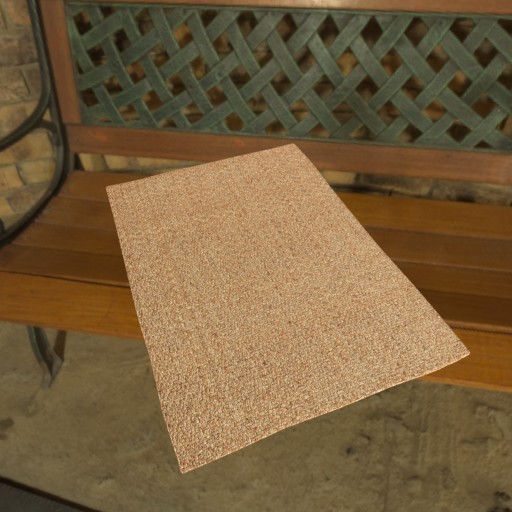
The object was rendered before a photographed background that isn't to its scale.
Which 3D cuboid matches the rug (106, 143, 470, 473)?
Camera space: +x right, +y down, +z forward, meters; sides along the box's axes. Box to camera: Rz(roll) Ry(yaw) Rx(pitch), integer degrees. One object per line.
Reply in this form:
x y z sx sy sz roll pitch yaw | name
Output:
0.000 0.000 2.752 1.566 0.013 2.141 -16 48 -15 | rug
